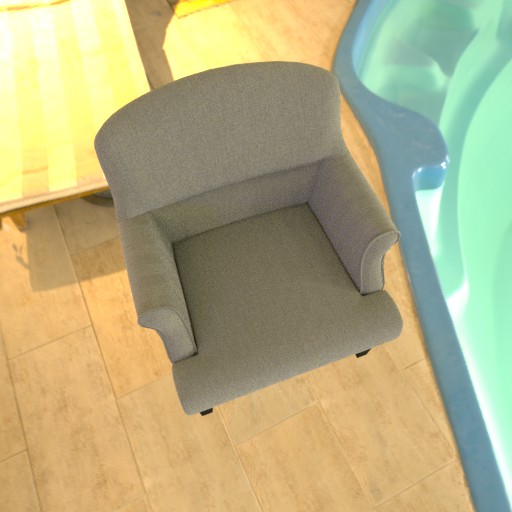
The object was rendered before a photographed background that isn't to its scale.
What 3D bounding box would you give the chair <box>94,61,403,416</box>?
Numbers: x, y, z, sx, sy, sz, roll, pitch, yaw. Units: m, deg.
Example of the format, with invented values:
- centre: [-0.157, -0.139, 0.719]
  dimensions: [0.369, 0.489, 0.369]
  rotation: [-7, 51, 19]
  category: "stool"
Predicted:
- centre: [0.000, 0.000, 1.427]
  dimensions: [0.772, 0.880, 0.755]
  rotation: [-18, 64, -9]
  category: "chair"
